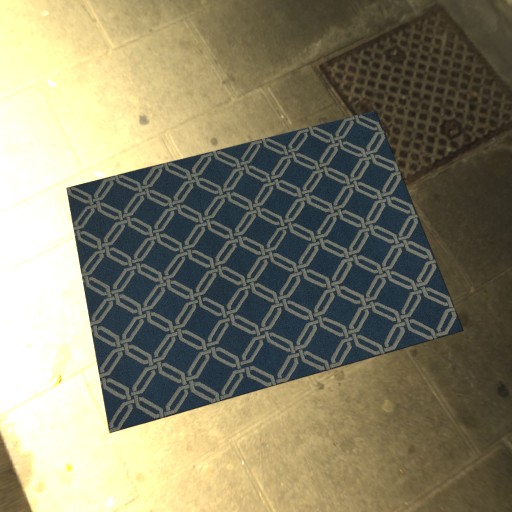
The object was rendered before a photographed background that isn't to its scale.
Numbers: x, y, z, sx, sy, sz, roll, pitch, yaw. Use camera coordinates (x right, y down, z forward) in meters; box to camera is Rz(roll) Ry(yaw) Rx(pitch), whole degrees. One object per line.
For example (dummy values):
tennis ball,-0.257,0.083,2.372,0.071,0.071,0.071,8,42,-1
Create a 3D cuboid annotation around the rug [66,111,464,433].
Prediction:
rug,0.000,0.000,4.318,3.342,0.018,2.432,-15,75,-4
